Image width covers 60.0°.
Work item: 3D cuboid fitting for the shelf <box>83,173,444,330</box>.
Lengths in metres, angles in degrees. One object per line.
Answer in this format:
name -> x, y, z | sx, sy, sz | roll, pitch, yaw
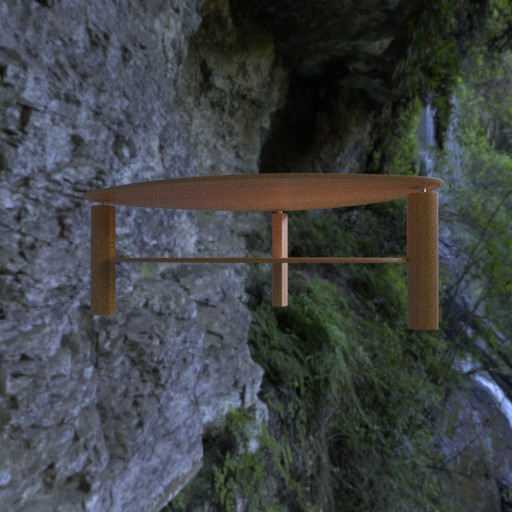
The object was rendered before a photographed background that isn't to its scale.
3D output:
shelf -> 0.000, 0.000, 1.620 | 1.246, 0.440, 0.845 | 0, 0, 17
